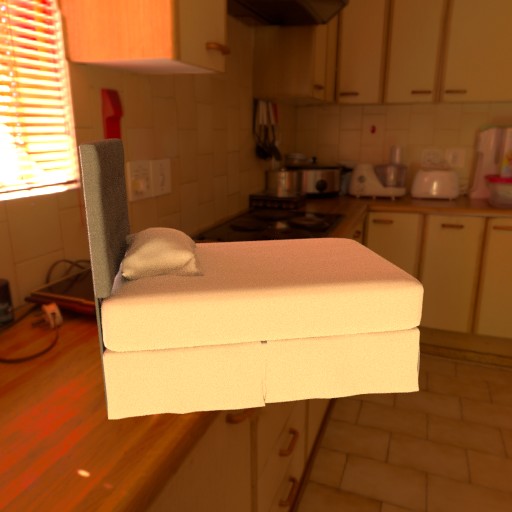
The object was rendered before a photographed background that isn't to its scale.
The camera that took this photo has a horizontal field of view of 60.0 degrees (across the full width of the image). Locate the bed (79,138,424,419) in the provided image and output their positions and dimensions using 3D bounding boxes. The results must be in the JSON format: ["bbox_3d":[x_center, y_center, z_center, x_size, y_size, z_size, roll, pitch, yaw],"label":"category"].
[{"bbox_3d":[0.000,0.000,3.086,1.997,1.571,1.261,-3,16,-9],"label":"bed"}]
